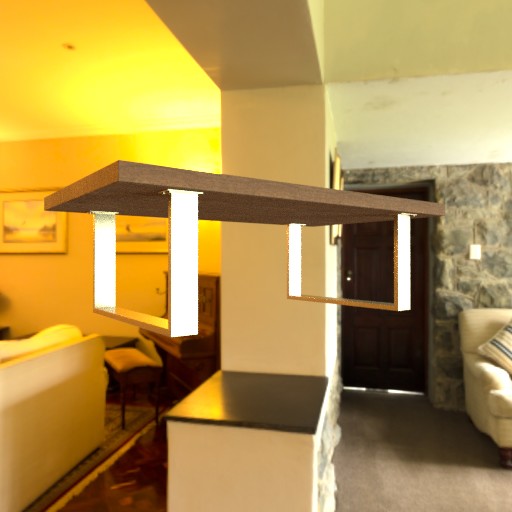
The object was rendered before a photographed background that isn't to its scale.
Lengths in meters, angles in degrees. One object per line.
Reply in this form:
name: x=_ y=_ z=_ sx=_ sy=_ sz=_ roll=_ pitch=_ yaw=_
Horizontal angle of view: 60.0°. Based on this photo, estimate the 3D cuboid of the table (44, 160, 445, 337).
table: x=0.000 y=0.000 z=1.771 sx=1.400 sy=0.440 sz=0.800 roll=0 pitch=0 yaw=-37
